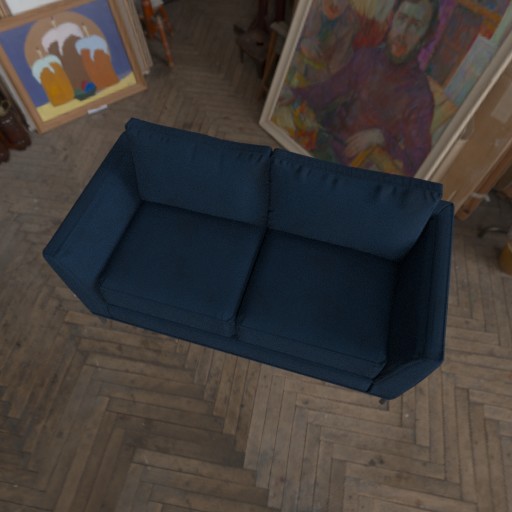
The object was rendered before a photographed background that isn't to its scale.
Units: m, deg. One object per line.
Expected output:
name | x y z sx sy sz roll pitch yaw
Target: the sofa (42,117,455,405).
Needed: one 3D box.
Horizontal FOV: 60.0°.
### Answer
sofa | 0.000 0.000 2.267 1.770 1.002 0.853 14 58 9
